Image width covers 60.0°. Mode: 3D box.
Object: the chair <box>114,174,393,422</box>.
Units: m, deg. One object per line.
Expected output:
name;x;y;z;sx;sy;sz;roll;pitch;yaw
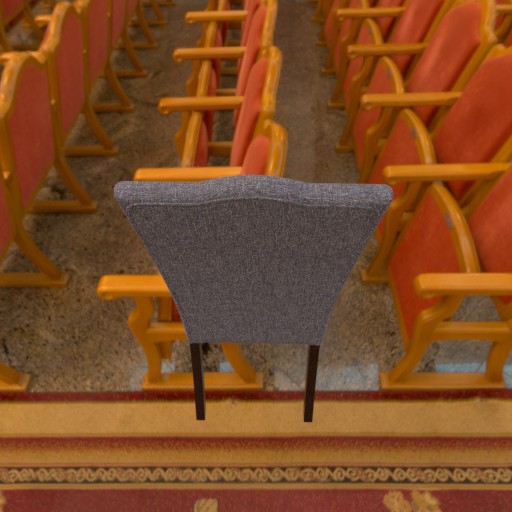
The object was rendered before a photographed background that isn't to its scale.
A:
chair;0.000;0.000;1.282;0.518;0.946;0.589;1;47;1
